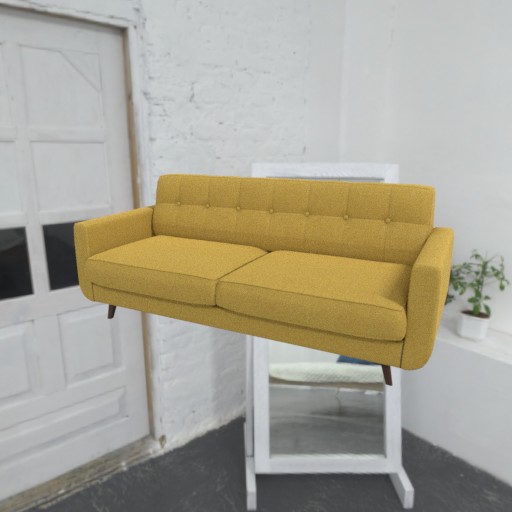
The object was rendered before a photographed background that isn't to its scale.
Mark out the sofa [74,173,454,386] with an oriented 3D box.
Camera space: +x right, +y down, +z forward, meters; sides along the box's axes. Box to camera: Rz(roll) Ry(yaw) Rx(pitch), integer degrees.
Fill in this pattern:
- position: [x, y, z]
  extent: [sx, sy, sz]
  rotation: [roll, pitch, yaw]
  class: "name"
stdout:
- position: [0.000, 0.000, 2.556]
  extent: [2.029, 0.841, 0.909]
  rotation: [7, 17, 26]
  class: "sofa"
